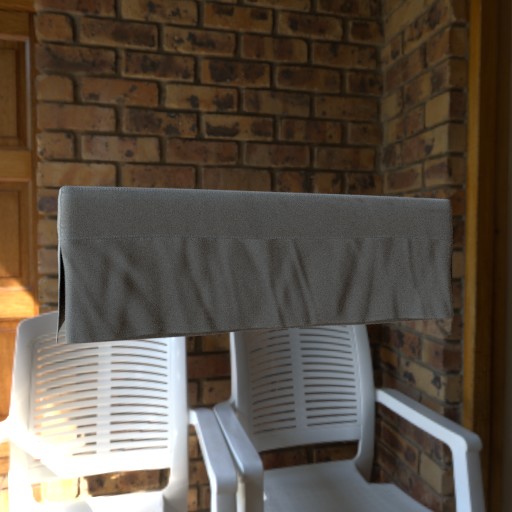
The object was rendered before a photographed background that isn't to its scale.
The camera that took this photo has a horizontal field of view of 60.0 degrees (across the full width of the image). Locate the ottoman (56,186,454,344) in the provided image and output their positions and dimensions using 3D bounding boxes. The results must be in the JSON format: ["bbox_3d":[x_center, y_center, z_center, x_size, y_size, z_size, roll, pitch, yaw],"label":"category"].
[{"bbox_3d":[0.000,0.000,1.718,1.388,0.457,0.665,-1,2,-18],"label":"ottoman"}]
